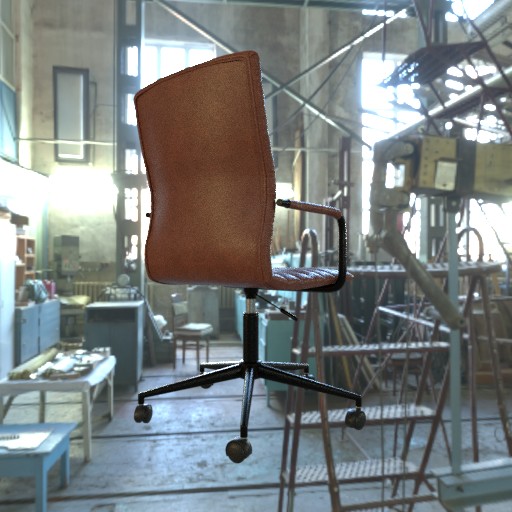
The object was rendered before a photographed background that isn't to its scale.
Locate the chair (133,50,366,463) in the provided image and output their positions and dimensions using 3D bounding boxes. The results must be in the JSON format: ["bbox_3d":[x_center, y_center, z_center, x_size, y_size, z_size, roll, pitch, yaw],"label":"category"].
[{"bbox_3d":[0.000,0.000,1.257,0.600,0.878,0.578,0,0,38],"label":"chair"}]
